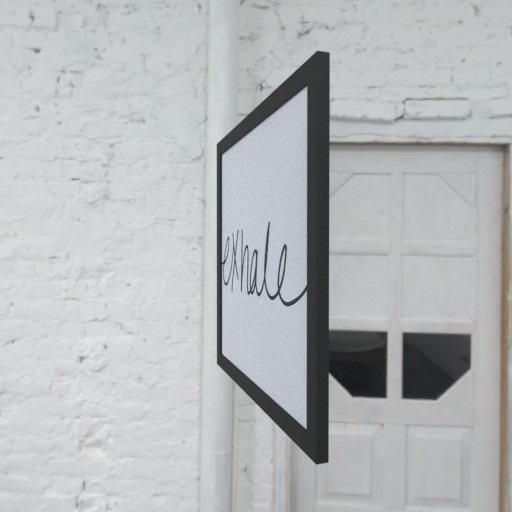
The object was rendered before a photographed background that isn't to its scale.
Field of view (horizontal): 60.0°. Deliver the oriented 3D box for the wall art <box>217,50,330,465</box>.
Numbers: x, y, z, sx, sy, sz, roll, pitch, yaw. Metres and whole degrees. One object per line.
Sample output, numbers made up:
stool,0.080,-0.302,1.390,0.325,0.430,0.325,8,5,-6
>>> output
wall art,0.000,0.000,0.552,0.012,0.357,0.358,0,1,-19
